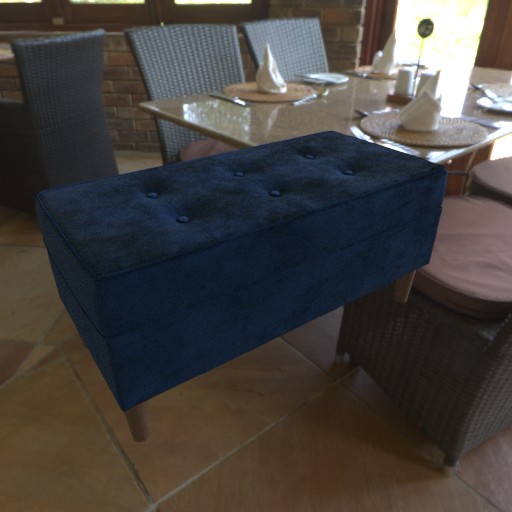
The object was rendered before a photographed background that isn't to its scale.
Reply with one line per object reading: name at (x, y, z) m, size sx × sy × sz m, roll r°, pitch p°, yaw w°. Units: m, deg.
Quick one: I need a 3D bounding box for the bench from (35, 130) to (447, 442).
bench at (0.000, 0.000, 1.263) m, size 1.010 × 0.467 × 0.489 m, roll -20°, pitch 36°, yaw -30°
